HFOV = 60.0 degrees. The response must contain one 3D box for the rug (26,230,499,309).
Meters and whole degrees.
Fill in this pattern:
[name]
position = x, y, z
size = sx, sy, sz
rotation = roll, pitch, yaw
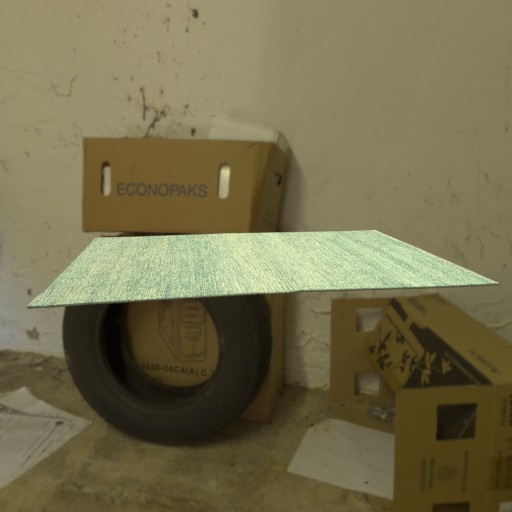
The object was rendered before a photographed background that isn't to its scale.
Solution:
[rug]
position = 0.000, 0.000, 5.074
size = 4.078, 0.052, 2.802
rotation = -2, 14, -8
